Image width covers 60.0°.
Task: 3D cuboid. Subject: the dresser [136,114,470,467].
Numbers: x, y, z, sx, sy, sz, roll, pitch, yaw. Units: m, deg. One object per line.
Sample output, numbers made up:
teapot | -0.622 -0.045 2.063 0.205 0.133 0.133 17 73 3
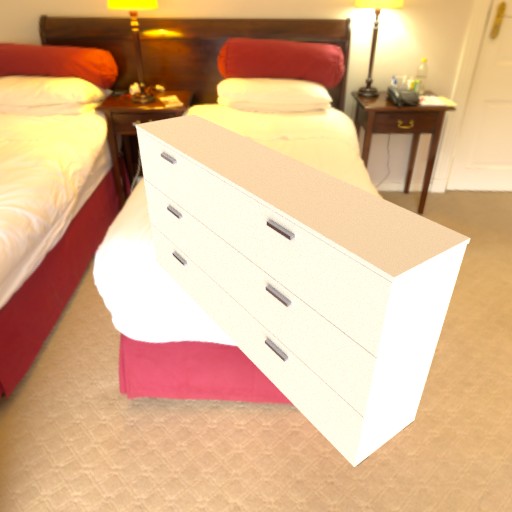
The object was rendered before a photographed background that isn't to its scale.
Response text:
dresser | 0.000 0.000 1.864 0.333 0.790 1.535 -21 38 -30
